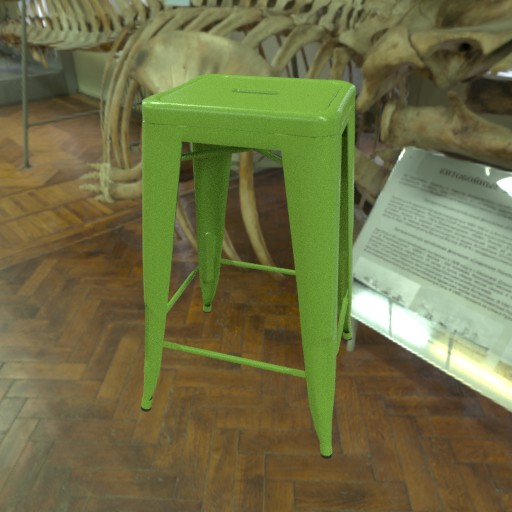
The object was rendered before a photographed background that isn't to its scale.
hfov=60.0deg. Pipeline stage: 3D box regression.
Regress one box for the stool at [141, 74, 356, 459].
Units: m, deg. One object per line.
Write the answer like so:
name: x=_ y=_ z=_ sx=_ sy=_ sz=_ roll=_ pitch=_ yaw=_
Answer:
stool: x=0.000 y=0.000 z=0.852 sx=0.398 sy=0.609 sz=0.358 roll=9 pitch=33 yaw=14
